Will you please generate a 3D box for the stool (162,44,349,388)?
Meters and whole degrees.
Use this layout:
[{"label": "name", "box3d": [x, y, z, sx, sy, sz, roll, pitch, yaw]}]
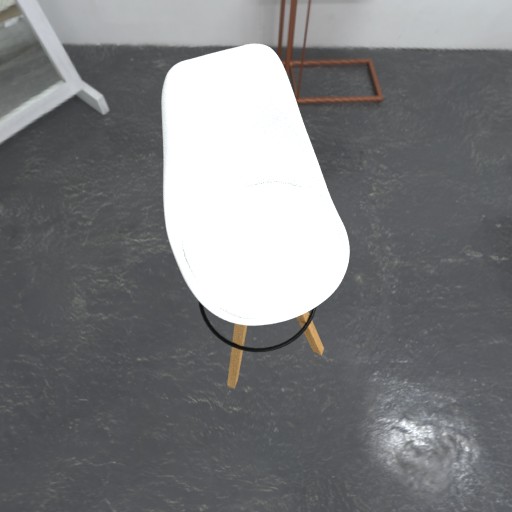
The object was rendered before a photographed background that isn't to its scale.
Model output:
[{"label": "stool", "box3d": [0.000, 0.000, 1.407, 0.482, 1.115, 0.549, -19, 65, -9]}]
